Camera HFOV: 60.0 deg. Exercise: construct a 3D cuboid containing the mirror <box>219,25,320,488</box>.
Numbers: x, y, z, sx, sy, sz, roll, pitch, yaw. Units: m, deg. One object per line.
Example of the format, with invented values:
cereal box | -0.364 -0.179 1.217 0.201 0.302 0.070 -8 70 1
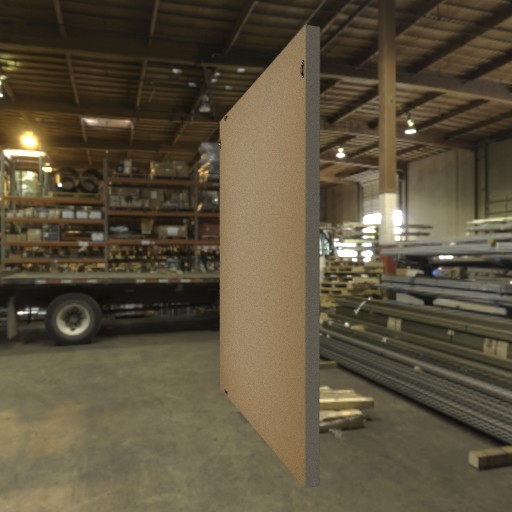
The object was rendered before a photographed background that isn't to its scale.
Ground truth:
mirror | 0.000 0.000 1.337 0.040 1.016 0.762 0 1 -19
